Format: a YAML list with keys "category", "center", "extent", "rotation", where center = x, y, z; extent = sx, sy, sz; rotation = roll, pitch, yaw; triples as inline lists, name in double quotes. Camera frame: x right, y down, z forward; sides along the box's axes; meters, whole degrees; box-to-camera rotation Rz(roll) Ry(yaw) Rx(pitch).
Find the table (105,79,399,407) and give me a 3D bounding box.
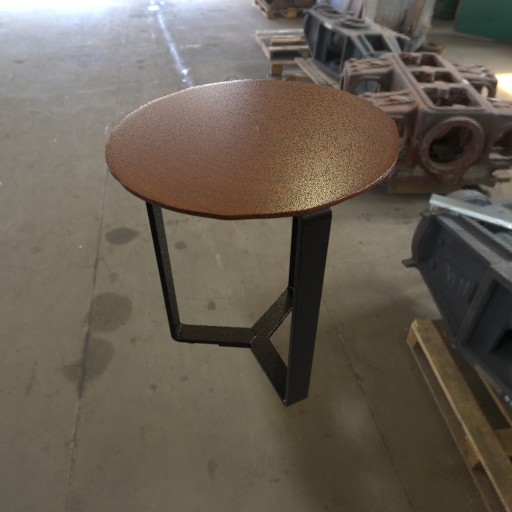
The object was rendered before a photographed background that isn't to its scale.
- category: "table"
  center: [0.000, 0.000, 0.749]
  extent: [0.380, 0.450, 0.410]
  rotation: [24, 46, 25]
